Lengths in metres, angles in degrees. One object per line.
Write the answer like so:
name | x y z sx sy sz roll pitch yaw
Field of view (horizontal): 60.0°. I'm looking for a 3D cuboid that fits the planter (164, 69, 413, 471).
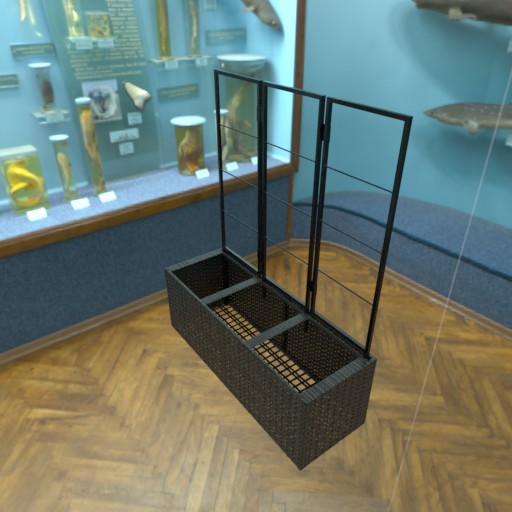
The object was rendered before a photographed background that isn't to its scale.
planter | 0.000 0.000 1.196 0.244 0.841 0.699 -21 37 -31
